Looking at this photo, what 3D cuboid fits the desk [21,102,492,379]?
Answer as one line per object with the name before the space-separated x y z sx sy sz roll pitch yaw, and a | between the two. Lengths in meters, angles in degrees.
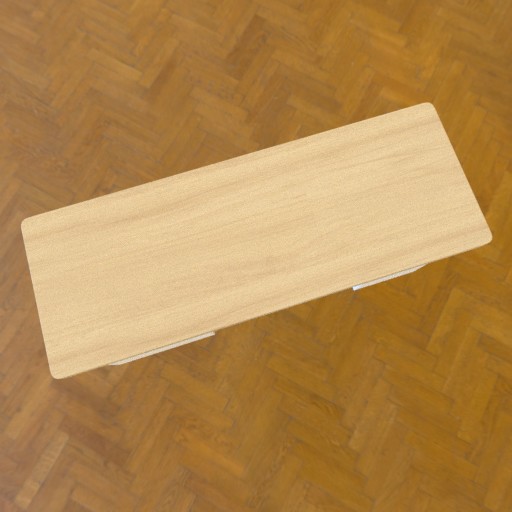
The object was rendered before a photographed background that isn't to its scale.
desk | 0.000 0.000 1.854 1.500 0.755 0.550 -17 77 -4
